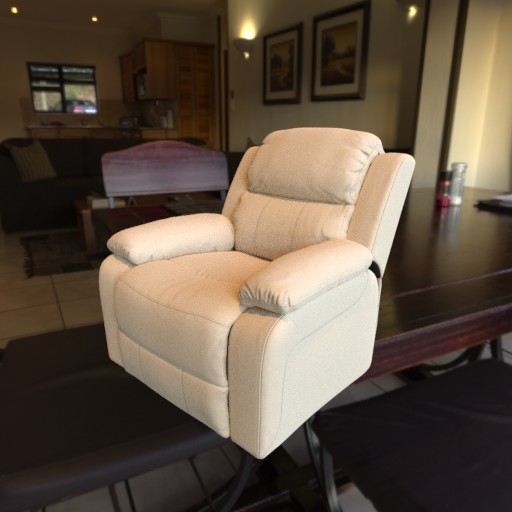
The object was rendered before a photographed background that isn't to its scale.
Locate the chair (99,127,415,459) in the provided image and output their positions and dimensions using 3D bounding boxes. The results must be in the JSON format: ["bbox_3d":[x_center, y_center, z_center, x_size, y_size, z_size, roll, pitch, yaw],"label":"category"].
[{"bbox_3d":[0.000,0.000,1.269,0.680,0.702,0.709,15,22,41],"label":"chair"}]
